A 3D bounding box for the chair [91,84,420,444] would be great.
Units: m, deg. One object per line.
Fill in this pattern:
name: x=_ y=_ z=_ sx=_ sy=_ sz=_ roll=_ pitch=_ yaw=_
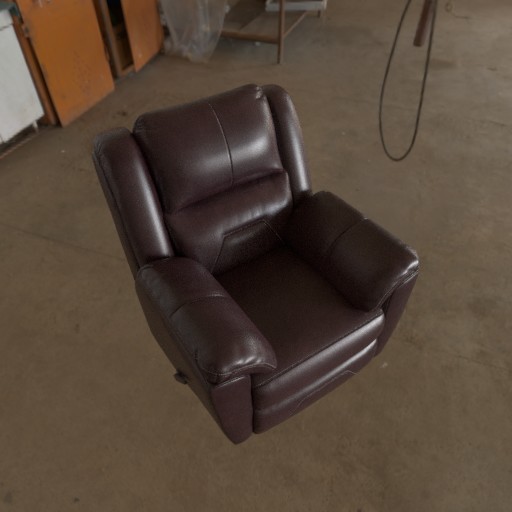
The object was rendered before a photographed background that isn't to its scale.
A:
chair: x=0.000 y=0.000 z=1.903 sx=0.990 sy=1.093 sz=1.041 roll=-25 pitch=50 yaw=-23
